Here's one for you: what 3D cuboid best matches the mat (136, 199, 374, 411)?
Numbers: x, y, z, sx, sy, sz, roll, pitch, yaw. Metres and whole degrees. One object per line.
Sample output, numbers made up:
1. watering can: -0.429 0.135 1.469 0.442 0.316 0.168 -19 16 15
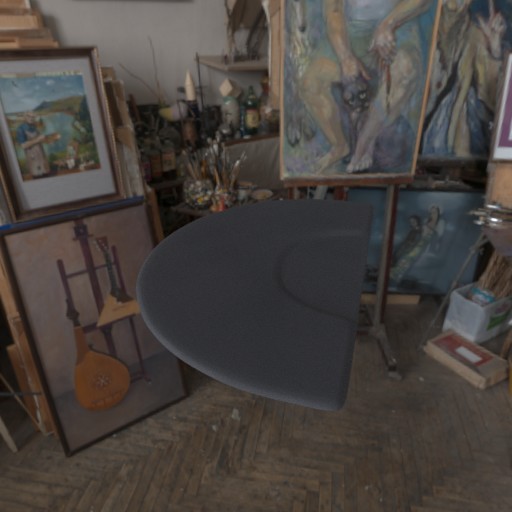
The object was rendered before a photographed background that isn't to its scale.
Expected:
1. mat: 0.000 0.000 1.899 0.917 0.022 1.525 8 29 14
